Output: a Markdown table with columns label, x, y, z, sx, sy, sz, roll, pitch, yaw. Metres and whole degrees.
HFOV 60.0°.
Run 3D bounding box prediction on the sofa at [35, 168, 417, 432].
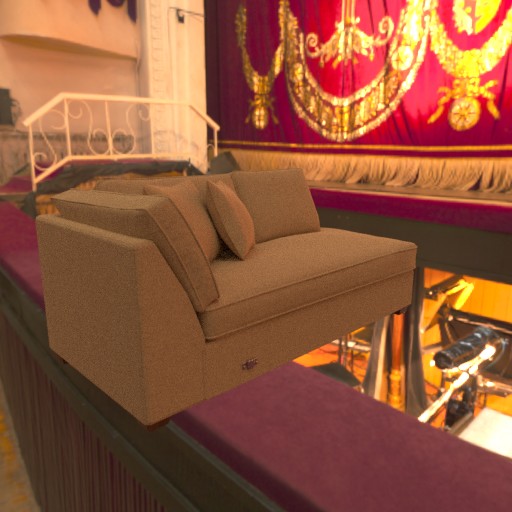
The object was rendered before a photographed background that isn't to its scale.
| label | x | y | z | sx | sy | sz | roll | pitch | yaw |
| --- | --- | --- | --- | --- | --- | --- | --- | --- | --- |
| sofa | 0.000 | 0.000 | 2.796 | 2.237 | 1.033 | 1.110 | -12 | 18 | -42 |
